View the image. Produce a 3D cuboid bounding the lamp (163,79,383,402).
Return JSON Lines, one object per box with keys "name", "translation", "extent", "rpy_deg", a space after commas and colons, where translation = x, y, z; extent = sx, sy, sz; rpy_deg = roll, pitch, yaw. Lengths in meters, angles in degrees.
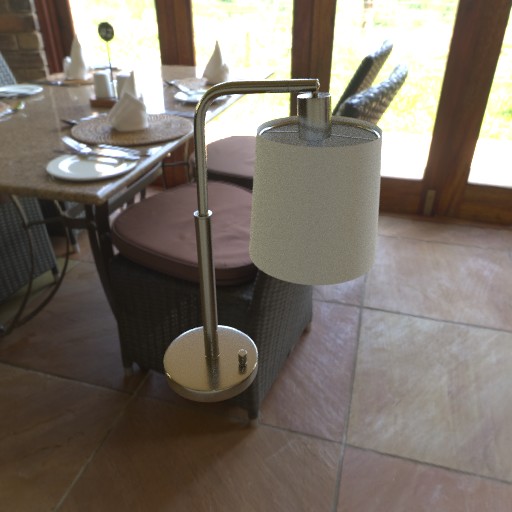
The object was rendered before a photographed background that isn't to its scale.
{"name": "lamp", "translation": [0.000, 0.000, 0.642], "extent": [0.333, 0.489, 0.171], "rpy_deg": [10, 32, 16]}
